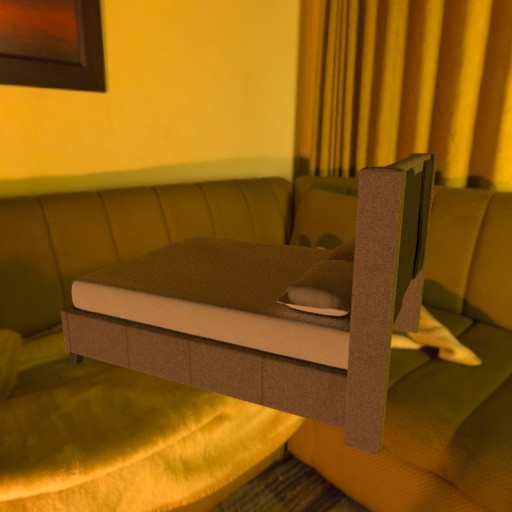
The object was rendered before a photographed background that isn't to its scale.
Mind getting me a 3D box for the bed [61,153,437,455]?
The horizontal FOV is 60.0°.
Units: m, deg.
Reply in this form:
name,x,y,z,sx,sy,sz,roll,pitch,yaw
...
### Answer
name,x,y,z,sx,sy,sz,roll,pitch,yaw
bed,0.000,0.000,3.305,2.245,1.481,1.714,7,17,25
